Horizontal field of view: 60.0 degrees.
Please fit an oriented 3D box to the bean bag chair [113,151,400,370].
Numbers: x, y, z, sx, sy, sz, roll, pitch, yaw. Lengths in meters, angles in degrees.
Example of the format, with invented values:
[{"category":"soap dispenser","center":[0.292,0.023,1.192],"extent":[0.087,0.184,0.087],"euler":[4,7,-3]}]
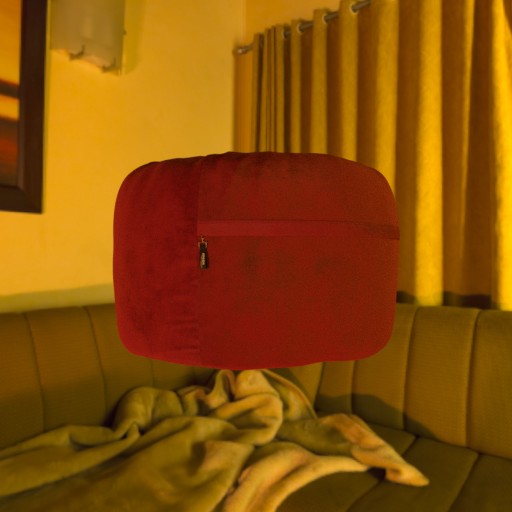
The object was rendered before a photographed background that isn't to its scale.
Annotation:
[{"category":"bean bag chair","center":[0.000,0.000,1.975],"extent":[1.219,0.762,1.219],"euler":[0,0,0]}]
